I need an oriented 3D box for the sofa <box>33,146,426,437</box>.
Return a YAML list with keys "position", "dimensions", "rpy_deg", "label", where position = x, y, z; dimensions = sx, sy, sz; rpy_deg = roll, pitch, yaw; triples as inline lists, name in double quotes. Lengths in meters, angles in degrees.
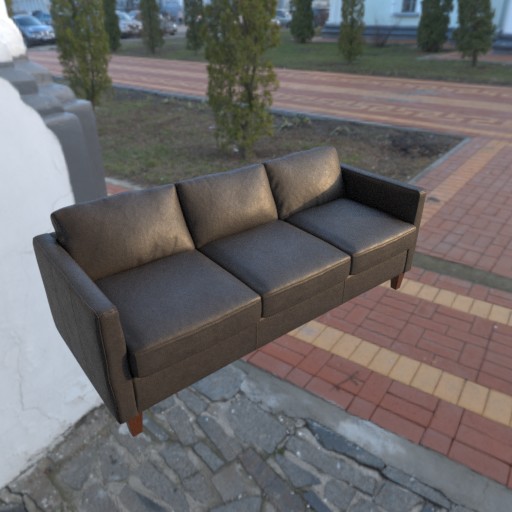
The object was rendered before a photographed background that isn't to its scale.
- position: [0.000, 0.000, 2.974]
  dimensions: [2.464, 1.006, 1.045]
  rpy_deg: [-21, 35, -33]
  label: "sofa"
